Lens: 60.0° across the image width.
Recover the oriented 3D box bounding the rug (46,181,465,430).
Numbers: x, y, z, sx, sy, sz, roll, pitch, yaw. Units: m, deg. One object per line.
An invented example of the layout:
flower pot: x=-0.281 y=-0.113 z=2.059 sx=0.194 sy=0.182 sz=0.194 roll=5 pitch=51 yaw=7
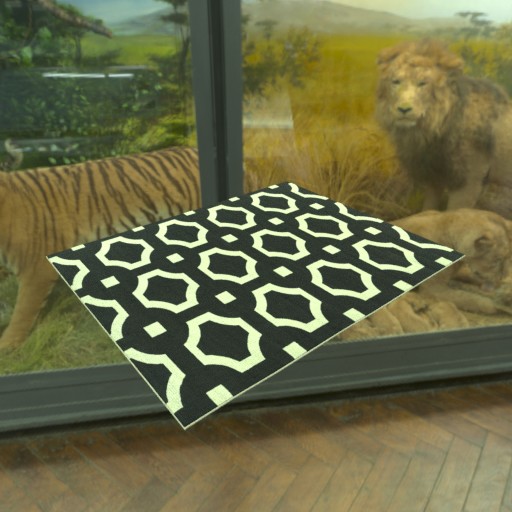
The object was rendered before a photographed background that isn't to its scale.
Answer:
rug: x=0.000 y=0.000 z=4.136 sx=3.049 sy=0.021 sz=2.466 roll=-22 pitch=37 yaw=-33
